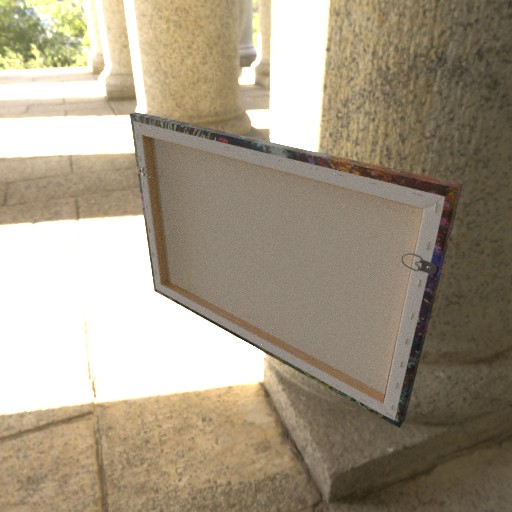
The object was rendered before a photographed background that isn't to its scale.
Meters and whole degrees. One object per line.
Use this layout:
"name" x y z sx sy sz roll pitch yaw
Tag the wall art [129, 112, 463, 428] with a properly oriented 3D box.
"wall art" 0.000 0.000 1.456 1.136 0.760 0.042 22 37 33
